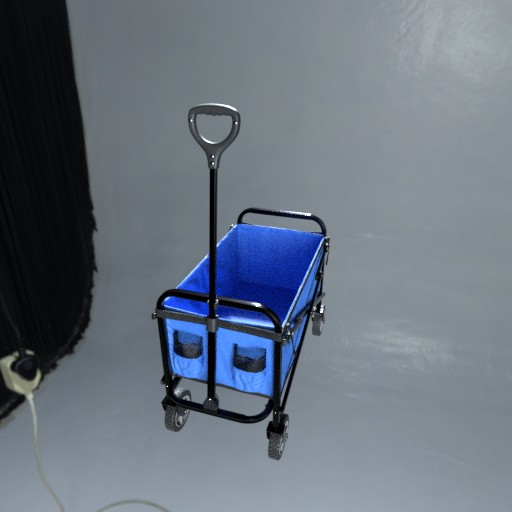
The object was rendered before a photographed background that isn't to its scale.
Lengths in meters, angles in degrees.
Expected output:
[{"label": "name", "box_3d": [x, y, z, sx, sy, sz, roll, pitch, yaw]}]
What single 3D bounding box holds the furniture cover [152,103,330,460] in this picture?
[{"label": "furniture cover", "box_3d": [0.000, 0.000, 1.823, 0.532, 1.295, 1.038, 8, 28, 16]}]
